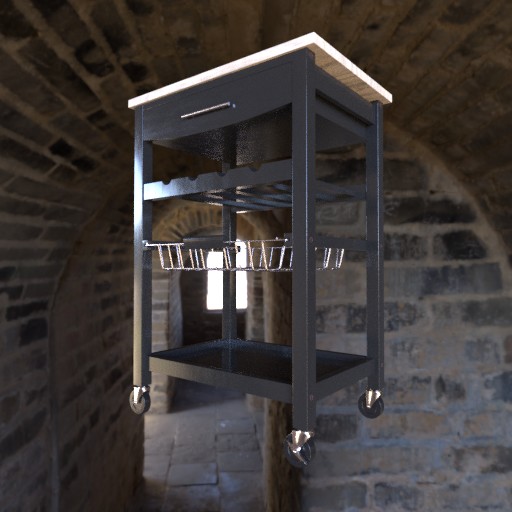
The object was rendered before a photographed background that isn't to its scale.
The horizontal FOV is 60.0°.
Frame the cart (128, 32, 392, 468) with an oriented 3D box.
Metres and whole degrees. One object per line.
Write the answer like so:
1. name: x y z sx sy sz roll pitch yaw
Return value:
1. cart: 0.000 0.000 1.167 0.584 0.839 0.403 -1 -1 38
